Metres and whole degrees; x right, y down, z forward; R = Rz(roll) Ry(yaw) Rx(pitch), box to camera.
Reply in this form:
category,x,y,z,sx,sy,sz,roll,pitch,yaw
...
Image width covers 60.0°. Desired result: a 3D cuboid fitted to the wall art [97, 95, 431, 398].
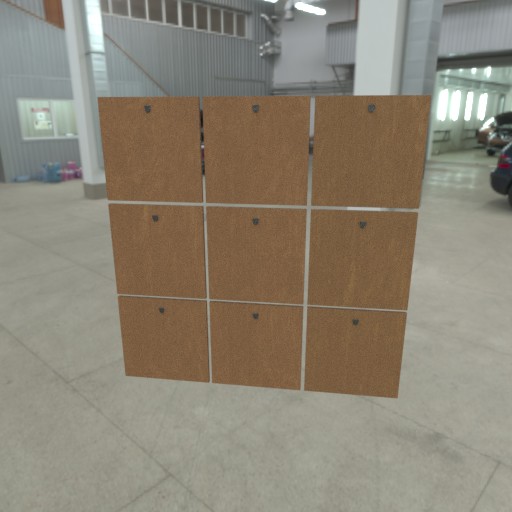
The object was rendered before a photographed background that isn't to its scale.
category,x,y,z,sx,sy,sz,roll,pitch,yaw
wall art,0.000,0.000,1.344,0.915,0.913,0.018,2,18,8
